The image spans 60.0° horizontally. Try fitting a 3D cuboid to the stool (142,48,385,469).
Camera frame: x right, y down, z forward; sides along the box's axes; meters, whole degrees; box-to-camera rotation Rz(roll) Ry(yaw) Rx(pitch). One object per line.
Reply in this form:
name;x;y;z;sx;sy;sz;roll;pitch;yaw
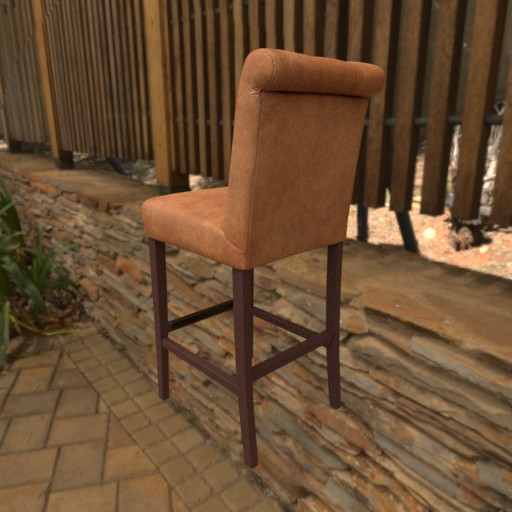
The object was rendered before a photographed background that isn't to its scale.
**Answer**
stool;0.000;0.000;1.436;0.493;1.140;0.601;-15;23;-41
